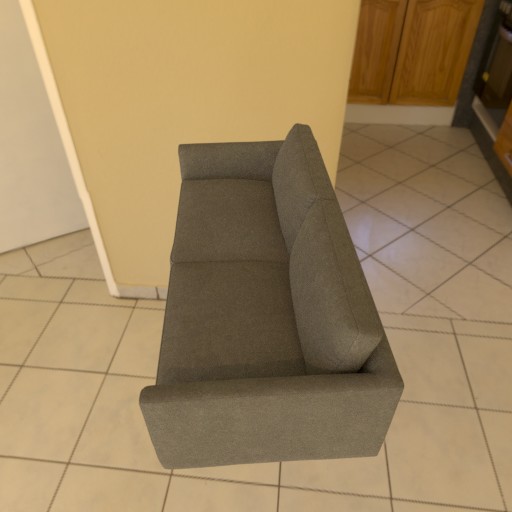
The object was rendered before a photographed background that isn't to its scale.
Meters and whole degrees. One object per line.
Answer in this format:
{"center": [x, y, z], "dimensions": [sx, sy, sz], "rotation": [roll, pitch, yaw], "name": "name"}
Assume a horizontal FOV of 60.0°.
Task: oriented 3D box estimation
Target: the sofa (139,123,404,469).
{"center": [0.000, 0.000, 2.756], "dimensions": [1.092, 0.838, 2.257], "rotation": [-2, 41, -3], "name": "sofa"}
